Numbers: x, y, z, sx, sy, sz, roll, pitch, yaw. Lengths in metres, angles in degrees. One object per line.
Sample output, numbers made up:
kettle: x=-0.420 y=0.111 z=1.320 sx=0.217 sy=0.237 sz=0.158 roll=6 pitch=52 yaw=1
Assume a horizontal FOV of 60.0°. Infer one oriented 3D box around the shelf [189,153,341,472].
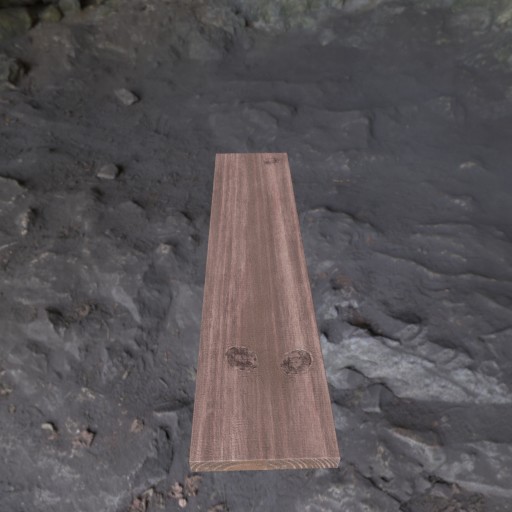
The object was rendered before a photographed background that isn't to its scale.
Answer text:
shelf: x=0.000 y=0.000 z=0.648 sx=0.140 sy=0.020 sz=0.610 roll=-1 pitch=40 yaw=-1
